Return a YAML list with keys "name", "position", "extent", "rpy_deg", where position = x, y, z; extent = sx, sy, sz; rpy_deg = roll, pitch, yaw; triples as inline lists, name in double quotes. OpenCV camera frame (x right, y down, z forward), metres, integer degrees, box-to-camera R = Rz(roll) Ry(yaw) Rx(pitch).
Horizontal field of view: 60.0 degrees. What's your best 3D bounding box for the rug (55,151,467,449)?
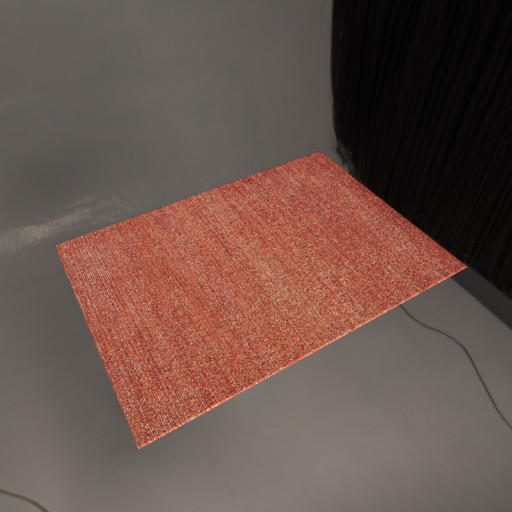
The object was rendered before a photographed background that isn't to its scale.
- name: "rug"
  position: [0.000, 0.000, 5.206]
  extent: [3.965, 0.025, 2.803]
  rpy_deg: [-23, 50, -21]
